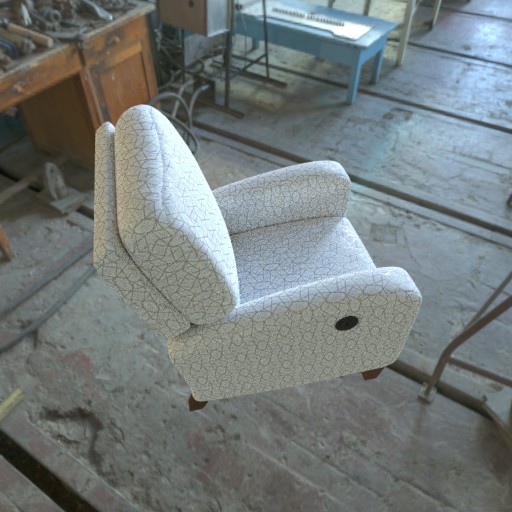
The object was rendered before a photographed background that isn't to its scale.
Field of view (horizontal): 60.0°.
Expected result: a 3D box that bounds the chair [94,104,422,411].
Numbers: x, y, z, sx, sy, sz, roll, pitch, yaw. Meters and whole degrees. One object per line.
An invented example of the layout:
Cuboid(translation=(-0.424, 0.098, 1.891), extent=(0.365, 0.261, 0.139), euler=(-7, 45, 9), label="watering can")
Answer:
Cuboid(translation=(0.000, 0.000, 1.714), extent=(0.995, 1.064, 0.796), euler=(-10, 48, -9), label="chair")
